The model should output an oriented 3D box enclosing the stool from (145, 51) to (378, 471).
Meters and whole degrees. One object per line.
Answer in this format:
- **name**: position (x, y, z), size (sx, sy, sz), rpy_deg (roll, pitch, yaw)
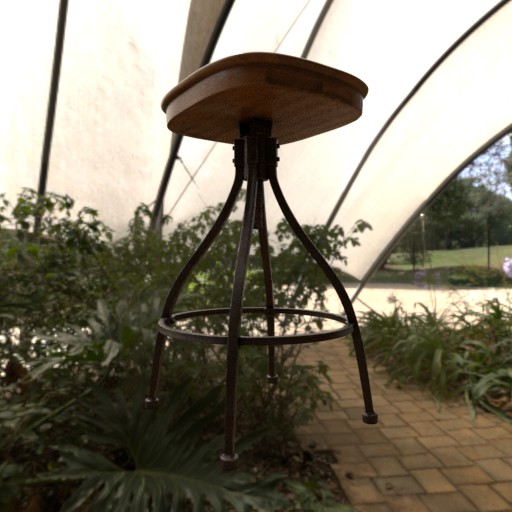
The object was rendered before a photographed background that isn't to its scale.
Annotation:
- **stool**: position (0.000, 0.000, 0.971), size (0.424, 0.694, 0.432), rpy_deg (0, 1, -34)
